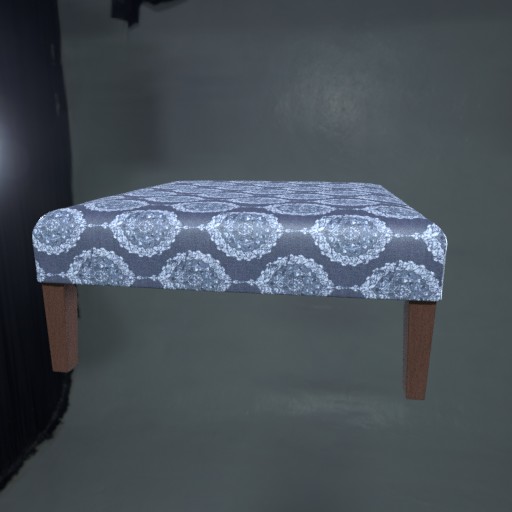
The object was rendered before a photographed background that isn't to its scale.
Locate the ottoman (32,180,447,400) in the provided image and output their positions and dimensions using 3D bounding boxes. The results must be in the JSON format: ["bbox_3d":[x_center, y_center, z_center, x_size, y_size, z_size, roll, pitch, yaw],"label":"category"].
[{"bbox_3d":[0.000,0.000,1.382,0.890,0.409,0.889,2,14,8],"label":"ottoman"}]
